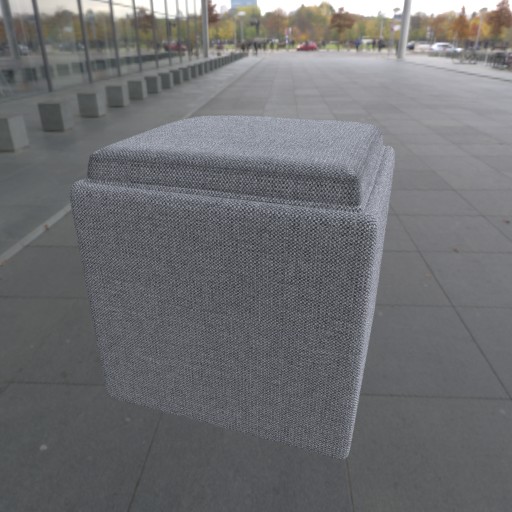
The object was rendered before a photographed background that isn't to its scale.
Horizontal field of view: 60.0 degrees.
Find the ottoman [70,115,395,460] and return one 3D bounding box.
[{"bbox_3d":[0.000,0.000,0.853,0.454,0.487,0.436,8,27,17],"label":"ottoman"}]
